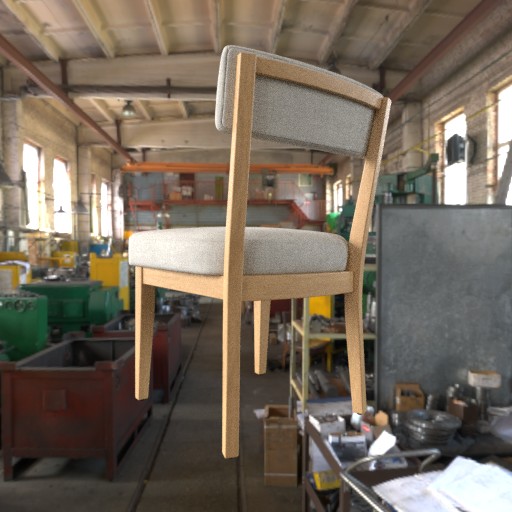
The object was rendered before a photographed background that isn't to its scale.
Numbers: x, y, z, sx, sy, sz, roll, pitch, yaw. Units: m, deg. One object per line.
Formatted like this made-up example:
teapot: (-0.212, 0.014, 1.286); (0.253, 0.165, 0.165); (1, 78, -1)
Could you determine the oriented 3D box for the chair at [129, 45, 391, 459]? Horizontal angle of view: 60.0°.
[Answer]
chair: (0.000, 0.000, 1.183); (0.508, 0.832, 0.572); (-1, 1, -37)
